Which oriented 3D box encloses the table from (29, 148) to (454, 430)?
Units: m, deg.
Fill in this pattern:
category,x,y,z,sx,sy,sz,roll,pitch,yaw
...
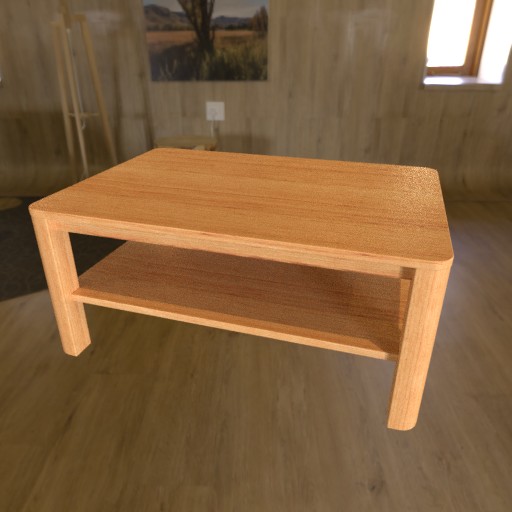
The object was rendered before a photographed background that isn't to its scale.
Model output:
category,x,y,z,sx,sy,sz,roll,pitch,yaw
table,0.000,0.000,1.354,0.997,0.445,0.696,8,28,15
